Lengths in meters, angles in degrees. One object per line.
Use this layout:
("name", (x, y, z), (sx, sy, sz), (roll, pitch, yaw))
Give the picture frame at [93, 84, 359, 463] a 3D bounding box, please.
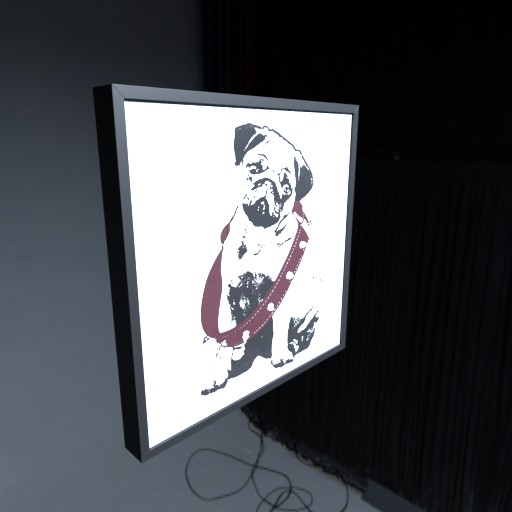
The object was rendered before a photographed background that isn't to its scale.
("picture frame", (0.000, 0.000, 0.472), (0.317, 0.317, 0.030), (-15, 21, -43))
